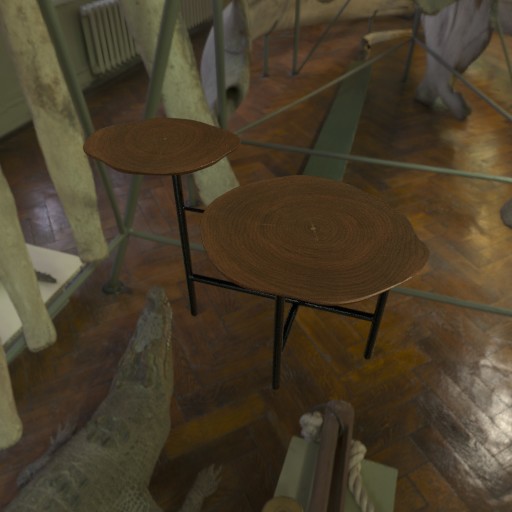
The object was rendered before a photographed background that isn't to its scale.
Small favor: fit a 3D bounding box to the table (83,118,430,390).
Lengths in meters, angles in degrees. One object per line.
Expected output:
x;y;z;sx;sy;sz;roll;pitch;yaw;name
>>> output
0.000;0.000;1.082;0.759;0.538;0.442;12;42;14;table
